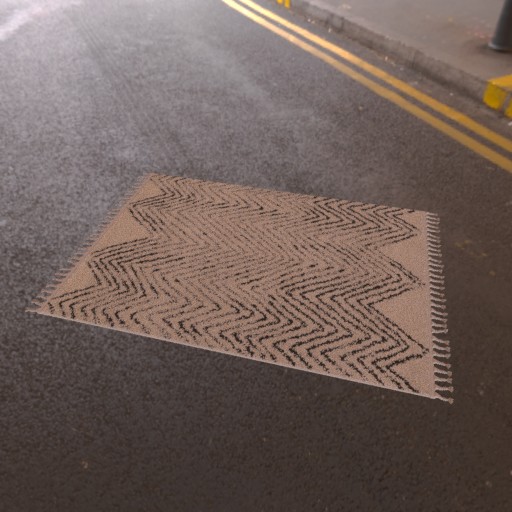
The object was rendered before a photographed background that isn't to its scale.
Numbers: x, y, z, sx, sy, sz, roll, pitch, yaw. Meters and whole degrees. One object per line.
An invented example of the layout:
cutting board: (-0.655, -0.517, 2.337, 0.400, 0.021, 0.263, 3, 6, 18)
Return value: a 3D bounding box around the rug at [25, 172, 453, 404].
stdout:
rug: (0.000, 0.000, 2.250, 1.847, 0.014, 1.230, 10, 42, 11)
